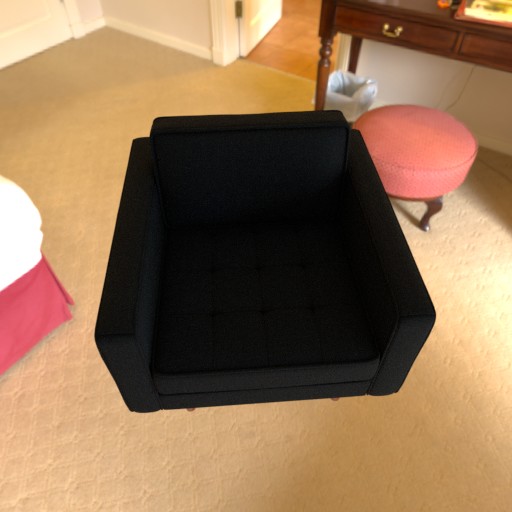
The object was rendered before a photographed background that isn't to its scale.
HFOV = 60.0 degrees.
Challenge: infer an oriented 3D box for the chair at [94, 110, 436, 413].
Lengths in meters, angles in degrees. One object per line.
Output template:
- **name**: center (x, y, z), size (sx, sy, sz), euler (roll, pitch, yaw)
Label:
- **chair**: center (0.000, 0.000, 1.559), size (0.899, 0.770, 0.920), euler (-3, 48, -3)
